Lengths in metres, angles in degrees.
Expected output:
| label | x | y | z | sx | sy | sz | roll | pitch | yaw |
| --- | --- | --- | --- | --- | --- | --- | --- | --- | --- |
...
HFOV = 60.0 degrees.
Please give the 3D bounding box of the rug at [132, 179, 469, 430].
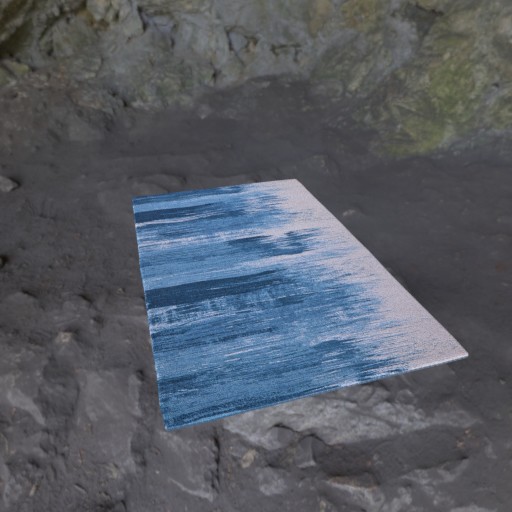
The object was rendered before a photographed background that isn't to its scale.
| label | x | y | z | sx | sy | sz | roll | pitch | yaw |
| --- | --- | --- | --- | --- | --- | --- | --- | --- | --- |
| rug | 0.000 | 0.000 | 3.025 | 1.540 | 0.027 | 2.450 | -9 | 33 | -14 |
